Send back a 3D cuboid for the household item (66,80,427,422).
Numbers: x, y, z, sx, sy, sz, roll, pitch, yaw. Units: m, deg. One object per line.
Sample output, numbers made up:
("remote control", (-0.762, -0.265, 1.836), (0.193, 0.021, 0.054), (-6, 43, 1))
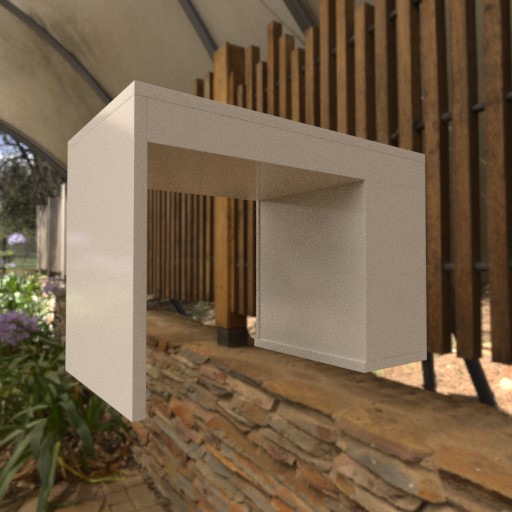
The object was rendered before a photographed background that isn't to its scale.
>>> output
("household item", (0.000, 0.000, 1.534), (1.100, 0.749, 0.597), (1, -2, -36))
